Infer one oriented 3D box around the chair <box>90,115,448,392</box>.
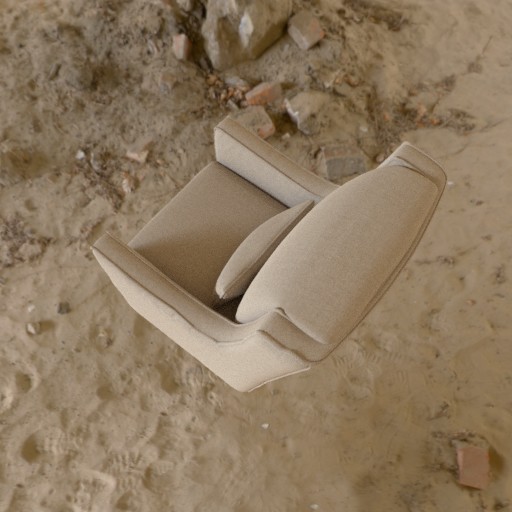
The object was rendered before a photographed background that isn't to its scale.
[{"bbox_3d":[0.000,0.000,1.577,0.879,0.993,0.732,34,68,16],"label":"chair"}]
